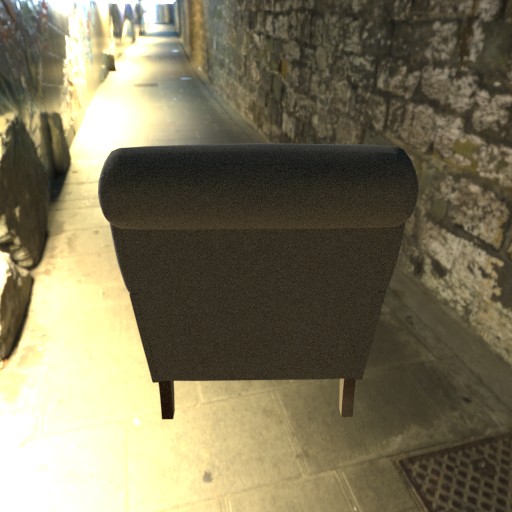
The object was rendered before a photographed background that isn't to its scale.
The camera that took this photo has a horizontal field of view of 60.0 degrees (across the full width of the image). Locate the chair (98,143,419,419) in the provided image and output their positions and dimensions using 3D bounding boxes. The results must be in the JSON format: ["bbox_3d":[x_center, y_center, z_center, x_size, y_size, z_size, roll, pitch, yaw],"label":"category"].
[{"bbox_3d":[0.000,0.000,1.542,0.766,0.942,0.843,0,29,-1],"label":"chair"}]
